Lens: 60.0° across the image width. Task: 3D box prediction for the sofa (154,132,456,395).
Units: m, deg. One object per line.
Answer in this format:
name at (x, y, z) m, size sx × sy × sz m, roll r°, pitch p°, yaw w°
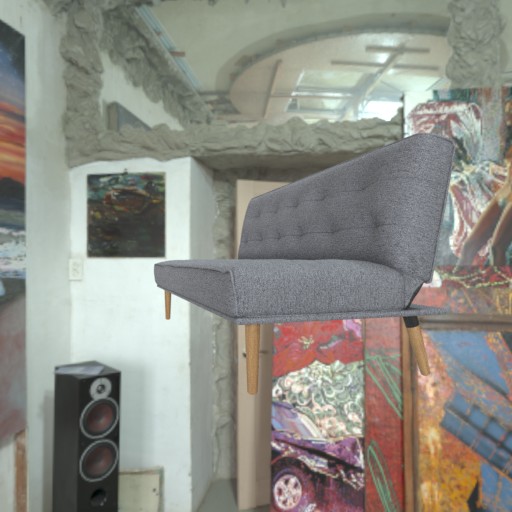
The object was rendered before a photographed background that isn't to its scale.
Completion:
sofa at (0.000, 0.000, 2.221) m, size 0.810 × 0.830 × 1.820 m, roll 0°, pitch 0°, yaw -19°
